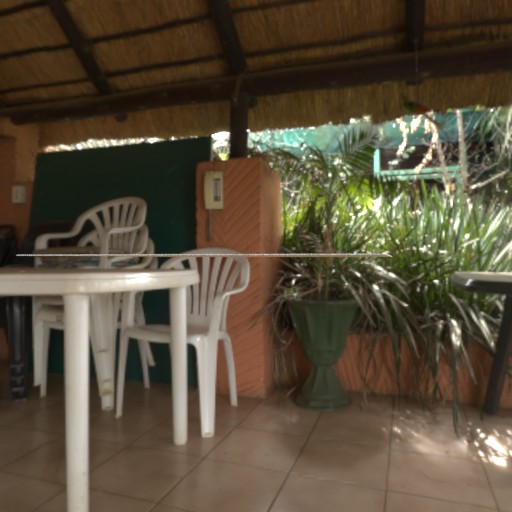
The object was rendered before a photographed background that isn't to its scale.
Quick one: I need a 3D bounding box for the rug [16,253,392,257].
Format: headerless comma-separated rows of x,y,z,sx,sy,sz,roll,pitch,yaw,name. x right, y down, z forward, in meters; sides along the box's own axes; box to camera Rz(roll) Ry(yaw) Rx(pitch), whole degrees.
0.000,0.000,4.195,2.443,0.007,3.200,0,0,18,rug
